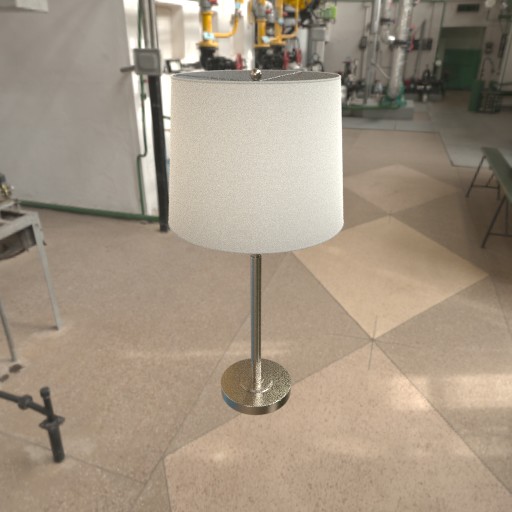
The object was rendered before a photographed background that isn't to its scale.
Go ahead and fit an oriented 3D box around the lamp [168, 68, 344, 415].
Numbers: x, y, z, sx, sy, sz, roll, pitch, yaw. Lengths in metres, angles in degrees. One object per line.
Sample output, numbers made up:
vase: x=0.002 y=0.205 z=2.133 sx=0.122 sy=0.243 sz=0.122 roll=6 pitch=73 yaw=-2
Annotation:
lamp: x=0.000 y=0.000 z=0.891 sx=0.333 sy=0.696 sz=0.333 roll=0 pitch=26 yaw=0
